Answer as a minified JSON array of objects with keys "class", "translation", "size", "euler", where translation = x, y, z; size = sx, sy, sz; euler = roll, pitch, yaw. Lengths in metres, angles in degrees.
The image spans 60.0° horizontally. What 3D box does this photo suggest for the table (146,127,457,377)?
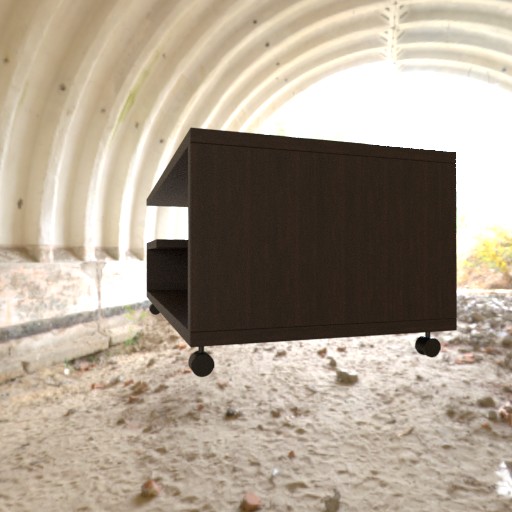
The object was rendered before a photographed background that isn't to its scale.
[{"class":"table","translation":[0.000,0.000,1.385],"size":[0.590,0.460,1.050],"euler":[0,0,-18]}]
